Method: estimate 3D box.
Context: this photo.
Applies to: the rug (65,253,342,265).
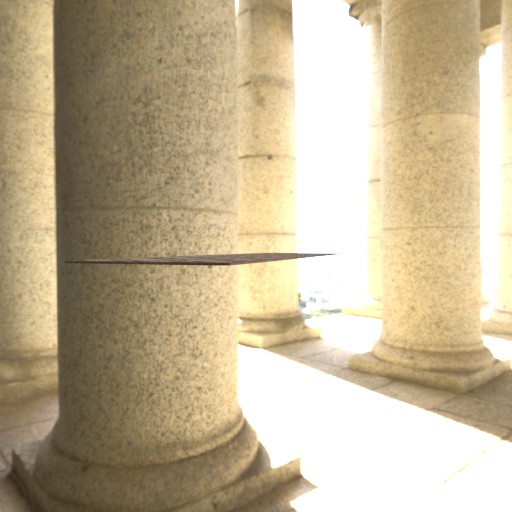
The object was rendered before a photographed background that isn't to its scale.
[{"bbox_3d":[0.000,0.000,2.715,0.685,0.013,2.437,0,1,20],"label":"rug"}]
